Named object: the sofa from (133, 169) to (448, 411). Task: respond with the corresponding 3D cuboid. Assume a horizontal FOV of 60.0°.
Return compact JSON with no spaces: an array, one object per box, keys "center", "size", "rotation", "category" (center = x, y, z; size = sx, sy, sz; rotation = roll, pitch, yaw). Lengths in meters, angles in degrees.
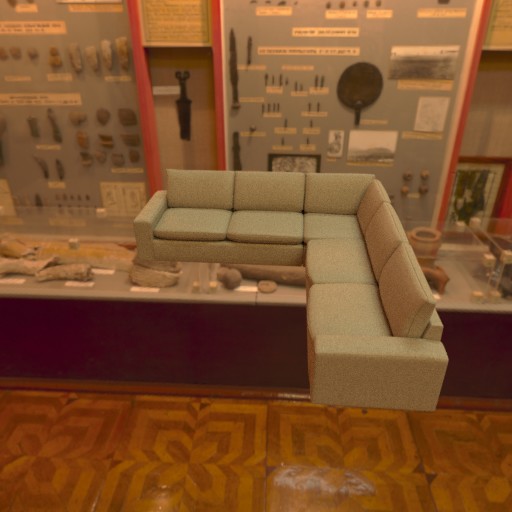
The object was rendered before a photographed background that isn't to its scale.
[{"center":[0.000,0.000,4.057],"size":[2.622,0.800,2.742],"rotation":[2,29,4],"category":"sofa"}]
